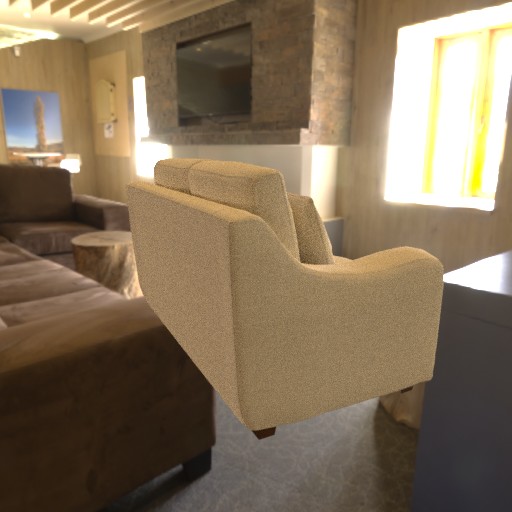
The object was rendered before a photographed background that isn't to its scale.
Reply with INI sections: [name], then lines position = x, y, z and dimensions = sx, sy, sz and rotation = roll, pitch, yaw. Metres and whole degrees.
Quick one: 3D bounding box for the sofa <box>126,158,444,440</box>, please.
[sofa]
position = 0.000, 0.000, 2.433
dimensions = 1.040, 1.047, 1.744
rotation = -7, 16, -26
